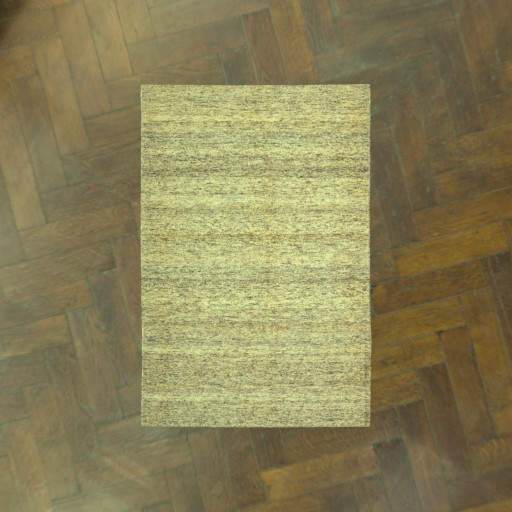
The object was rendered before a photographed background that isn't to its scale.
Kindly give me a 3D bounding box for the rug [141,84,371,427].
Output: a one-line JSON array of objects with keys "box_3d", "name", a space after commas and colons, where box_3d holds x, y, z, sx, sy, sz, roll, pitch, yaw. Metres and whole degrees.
[{"box_3d": [0.000, 0.000, 2.391, 1.243, 0.014, 1.846, 0, 90, 0], "name": "rug"}]
